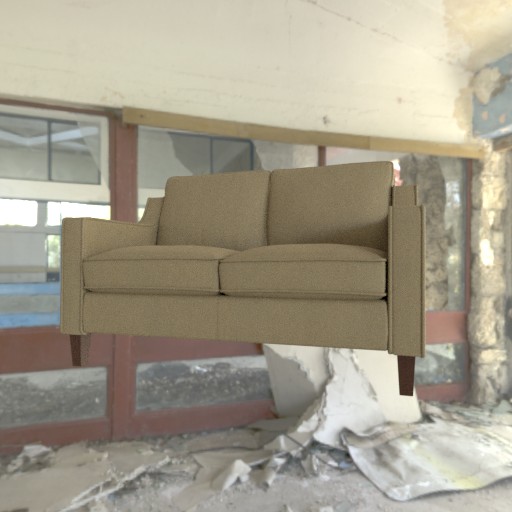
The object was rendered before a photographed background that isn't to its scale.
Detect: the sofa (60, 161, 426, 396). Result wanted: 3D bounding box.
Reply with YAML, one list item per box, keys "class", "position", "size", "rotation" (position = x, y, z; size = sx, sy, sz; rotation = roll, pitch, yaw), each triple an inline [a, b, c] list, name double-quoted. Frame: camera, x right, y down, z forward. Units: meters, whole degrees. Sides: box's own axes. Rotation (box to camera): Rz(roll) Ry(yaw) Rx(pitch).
- class: "sofa"
  position: [0.000, 0.000, 2.156]
  size: [1.501, 0.971, 0.987]
  rotation: [0, 0, 18]
